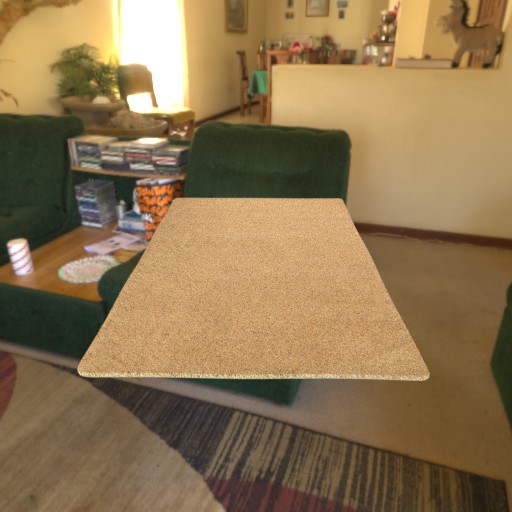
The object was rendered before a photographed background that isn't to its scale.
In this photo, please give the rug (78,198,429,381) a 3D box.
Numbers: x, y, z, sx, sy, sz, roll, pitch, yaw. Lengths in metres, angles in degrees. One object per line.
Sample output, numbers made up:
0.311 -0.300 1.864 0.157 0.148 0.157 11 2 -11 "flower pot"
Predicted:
0.000 0.000 2.916 1.500 0.025 2.349 0 26 1 "rug"
